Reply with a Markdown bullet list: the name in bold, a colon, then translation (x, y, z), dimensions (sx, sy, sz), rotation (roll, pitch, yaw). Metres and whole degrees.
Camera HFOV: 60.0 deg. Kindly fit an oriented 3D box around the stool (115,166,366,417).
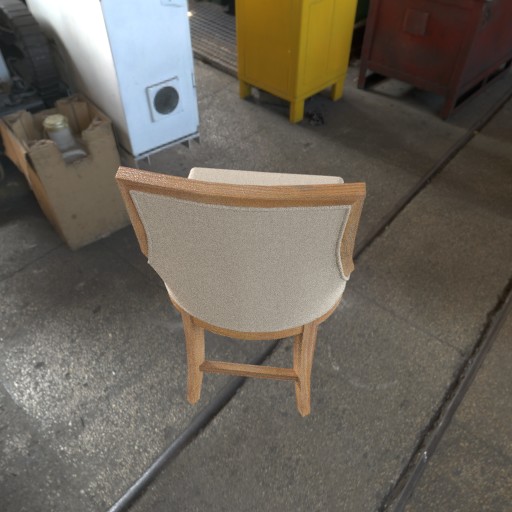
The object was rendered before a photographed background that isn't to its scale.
- **stool**: translation (0.000, 0.000, 1.288), dimensions (0.524, 0.938, 0.626), rotation (5, 46, 4)
